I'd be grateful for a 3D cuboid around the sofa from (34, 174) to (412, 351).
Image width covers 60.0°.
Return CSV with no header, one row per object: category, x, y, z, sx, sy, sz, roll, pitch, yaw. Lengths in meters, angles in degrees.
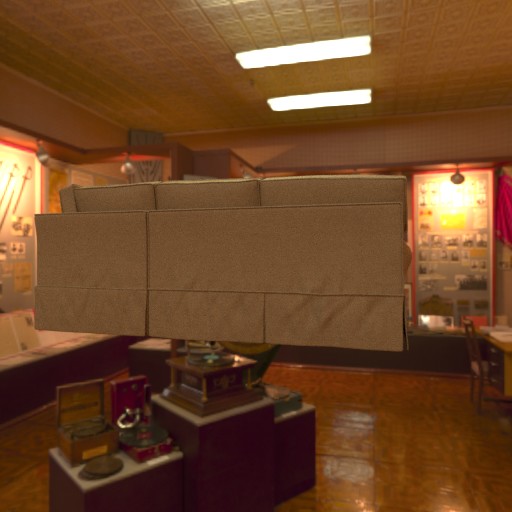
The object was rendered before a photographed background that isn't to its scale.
sofa,0.000,0.000,4.090,2.618,1.081,2.623,0,0,17
